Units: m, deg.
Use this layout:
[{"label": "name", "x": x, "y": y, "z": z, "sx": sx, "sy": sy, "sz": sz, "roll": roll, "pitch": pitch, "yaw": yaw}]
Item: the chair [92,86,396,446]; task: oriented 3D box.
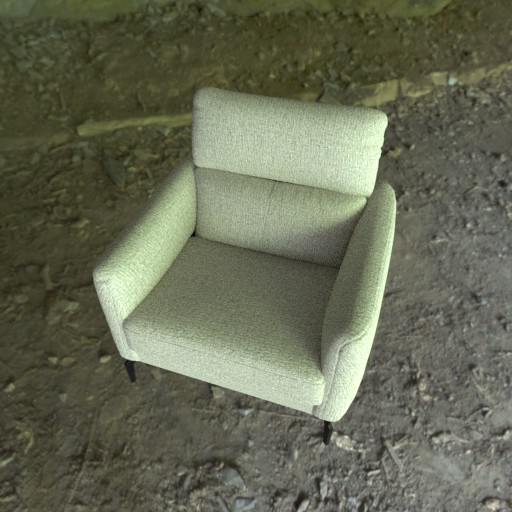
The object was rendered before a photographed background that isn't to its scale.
[{"label": "chair", "x": 0.000, "y": 0.000, "z": 1.696, "sx": 0.972, "sy": 0.967, "sz": 0.835, "roll": 13, "pitch": 42, "yaw": 14}]
